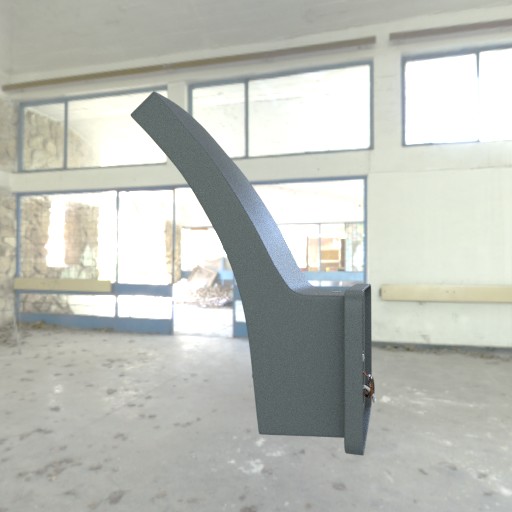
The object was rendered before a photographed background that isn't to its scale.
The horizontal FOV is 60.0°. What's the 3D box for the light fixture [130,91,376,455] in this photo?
[{"bbox_3d":[0.000,0.000,0.338,0.174,0.243,0.108,0,-1,17],"label":"light fixture"}]
